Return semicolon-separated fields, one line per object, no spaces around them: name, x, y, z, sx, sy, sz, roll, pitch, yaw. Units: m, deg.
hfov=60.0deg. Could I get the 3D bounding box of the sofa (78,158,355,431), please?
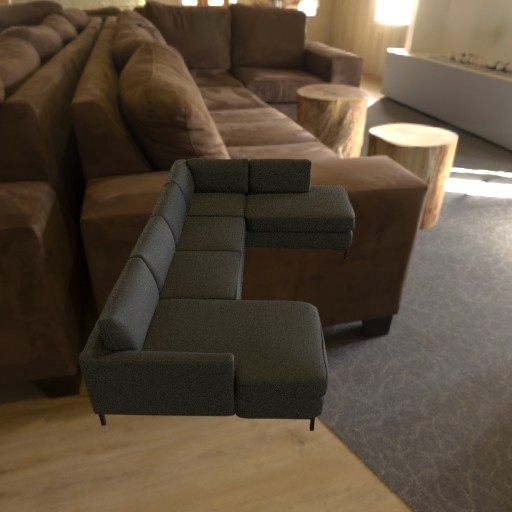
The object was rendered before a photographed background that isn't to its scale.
sofa;0.000;0.000;3.865;1.984;0.858;2.975;1;31;1
